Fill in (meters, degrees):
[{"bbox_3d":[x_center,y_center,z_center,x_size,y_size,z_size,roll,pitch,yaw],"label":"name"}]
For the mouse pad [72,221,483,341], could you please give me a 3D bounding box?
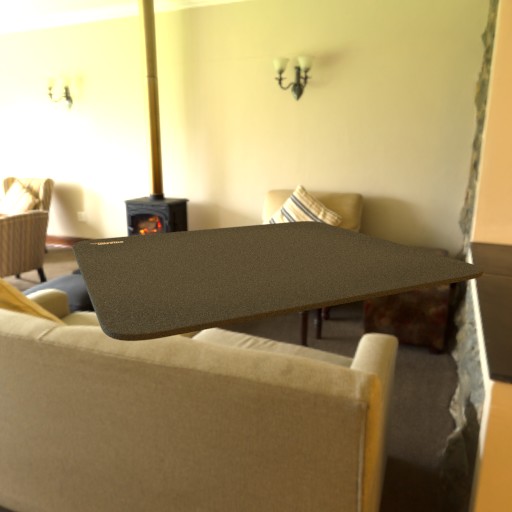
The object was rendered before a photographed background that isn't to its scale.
[{"bbox_3d":[0.000,0.000,0.311,0.229,0.003,0.203,-7,16,-25],"label":"mouse pad"}]
